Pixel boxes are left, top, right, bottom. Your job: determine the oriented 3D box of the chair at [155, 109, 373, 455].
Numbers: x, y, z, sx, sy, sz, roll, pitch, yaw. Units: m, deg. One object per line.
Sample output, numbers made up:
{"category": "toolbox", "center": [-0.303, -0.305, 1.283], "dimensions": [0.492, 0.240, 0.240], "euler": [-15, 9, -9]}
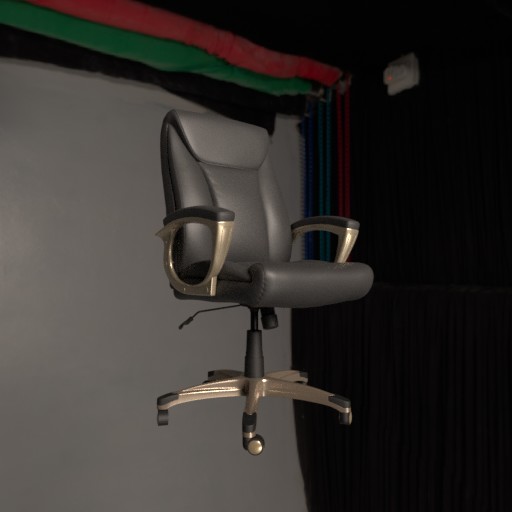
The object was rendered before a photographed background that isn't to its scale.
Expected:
{"category": "chair", "center": [0.000, 0.000, 1.658], "dimensions": [0.694, 1.188, 0.748], "euler": [1, -1, -35]}
